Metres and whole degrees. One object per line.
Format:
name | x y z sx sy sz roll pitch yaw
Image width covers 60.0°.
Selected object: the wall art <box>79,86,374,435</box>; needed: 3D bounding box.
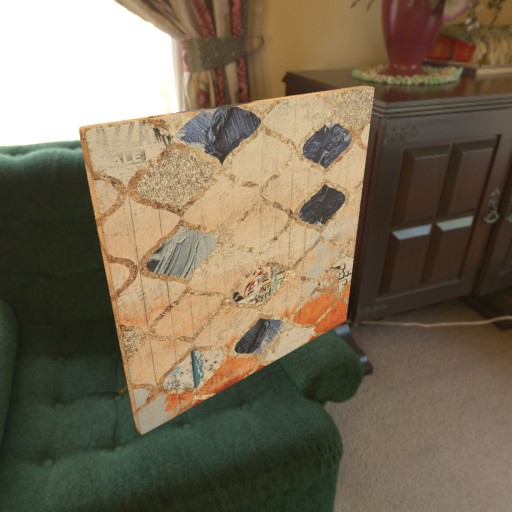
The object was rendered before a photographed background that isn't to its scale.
wall art | 0.000 0.000 1.372 0.912 0.914 0.039 -21 35 -33
